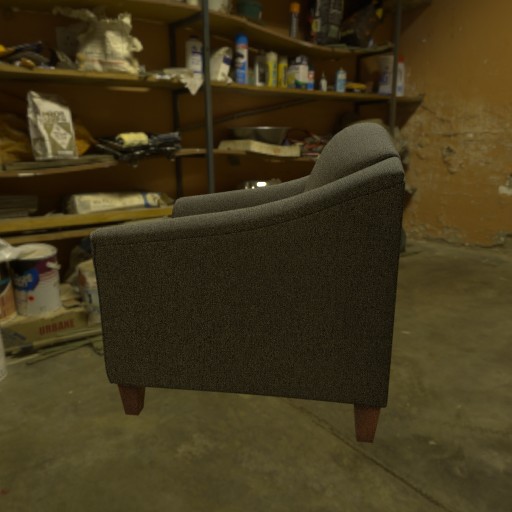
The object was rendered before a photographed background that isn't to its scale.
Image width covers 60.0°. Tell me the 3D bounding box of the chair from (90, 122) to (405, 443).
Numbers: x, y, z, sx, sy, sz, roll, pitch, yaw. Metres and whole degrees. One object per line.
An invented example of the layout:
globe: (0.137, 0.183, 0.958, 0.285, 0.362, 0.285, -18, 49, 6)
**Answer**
chair: (0.000, 0.000, 1.461, 0.787, 0.839, 0.763, 2, 14, 8)
